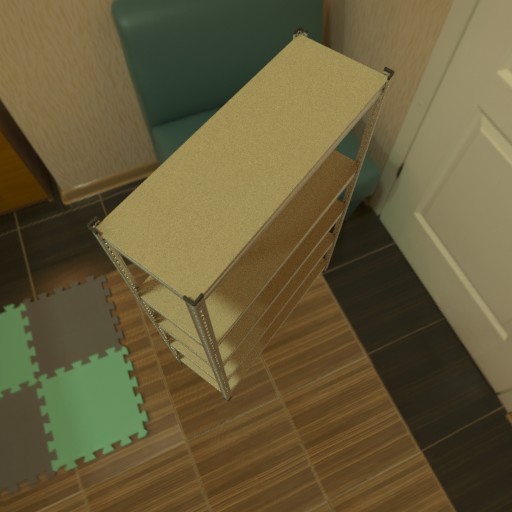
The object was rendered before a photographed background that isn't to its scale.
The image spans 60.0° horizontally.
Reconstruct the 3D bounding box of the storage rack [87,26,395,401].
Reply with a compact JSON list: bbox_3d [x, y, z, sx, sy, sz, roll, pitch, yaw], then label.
[{"bbox_3d":[0.000,0.000,2.397,0.457,1.829,1.219,34,68,16],"label":"storage rack"}]
